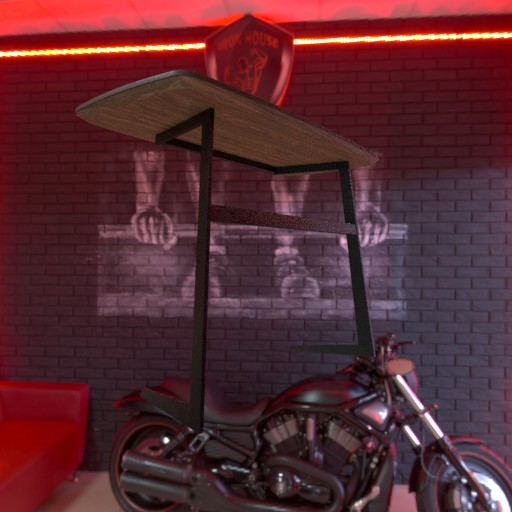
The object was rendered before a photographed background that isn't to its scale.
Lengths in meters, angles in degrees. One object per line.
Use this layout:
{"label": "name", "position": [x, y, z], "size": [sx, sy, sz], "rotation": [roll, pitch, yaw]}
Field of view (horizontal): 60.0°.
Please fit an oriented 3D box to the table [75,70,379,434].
{"label": "table", "position": [0.000, 0.000, 1.086], "size": [0.361, 0.576, 0.804], "rotation": [0, 0, 38]}
